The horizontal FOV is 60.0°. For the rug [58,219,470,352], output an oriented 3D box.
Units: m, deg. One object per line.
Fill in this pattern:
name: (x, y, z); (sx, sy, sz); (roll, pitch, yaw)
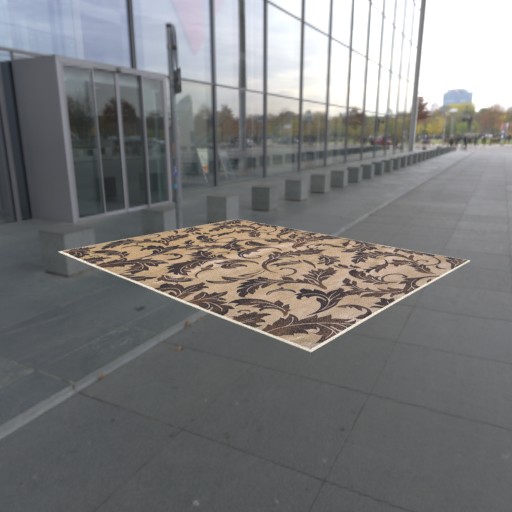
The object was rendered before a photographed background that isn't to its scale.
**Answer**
rug: (0.000, 0.000, 4.069); (2.977, 0.008, 2.380); (14, 20, 41)
